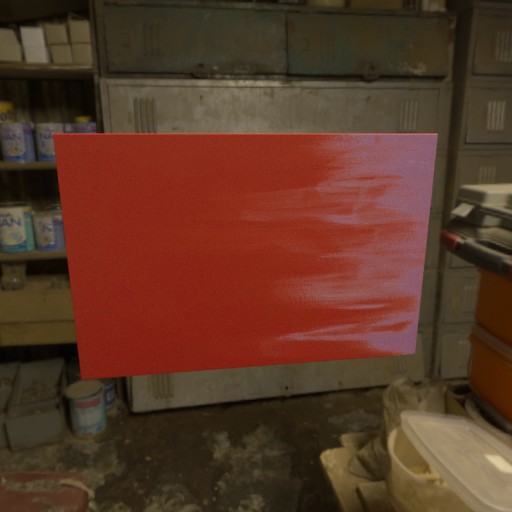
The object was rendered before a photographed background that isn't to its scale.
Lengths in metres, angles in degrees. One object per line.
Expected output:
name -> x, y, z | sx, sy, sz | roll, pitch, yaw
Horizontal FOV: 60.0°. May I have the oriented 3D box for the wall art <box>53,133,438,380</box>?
wall art -> 0.000, 0.000, 0.761 | 0.607, 0.405, 0.033 | -2, 15, -8
